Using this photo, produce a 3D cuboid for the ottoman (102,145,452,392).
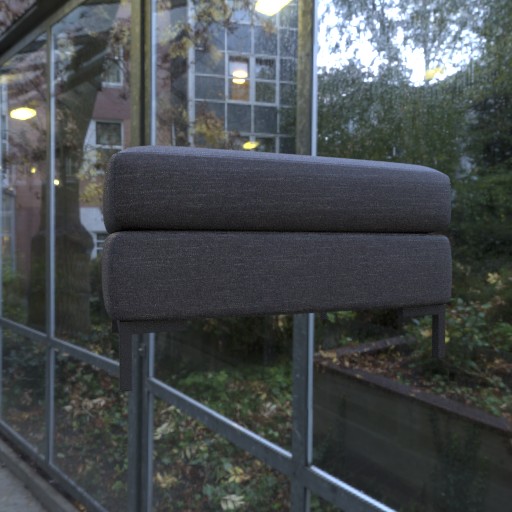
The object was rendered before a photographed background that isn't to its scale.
[{"bbox_3d":[0.000,0.000,1.247,0.820,0.490,0.671,0,1,-19],"label":"ottoman"}]
